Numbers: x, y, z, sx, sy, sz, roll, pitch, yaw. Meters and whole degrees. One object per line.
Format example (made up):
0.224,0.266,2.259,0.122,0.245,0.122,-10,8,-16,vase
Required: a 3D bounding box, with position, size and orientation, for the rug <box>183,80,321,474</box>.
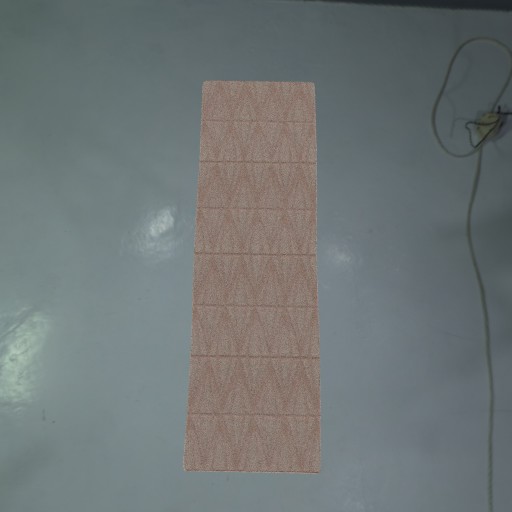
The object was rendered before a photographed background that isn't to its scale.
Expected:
0.000,0.000,2.709,0.760,0.015,2.435,1,76,0,rug
